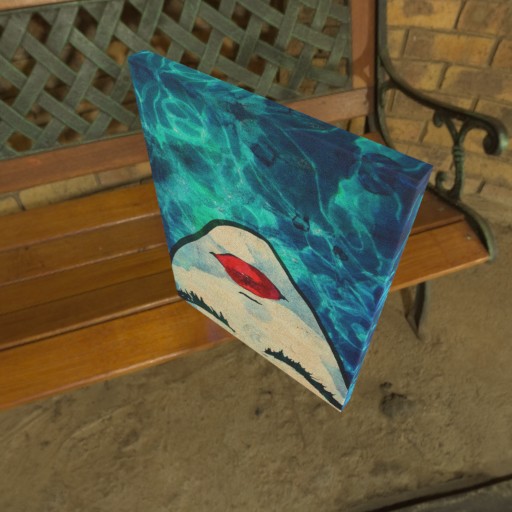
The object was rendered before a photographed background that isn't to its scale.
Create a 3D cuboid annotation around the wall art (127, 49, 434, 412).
[{"bbox_3d":[0.000,0.000,0.853,0.508,0.635,0.038,31,55,25],"label":"wall art"}]
